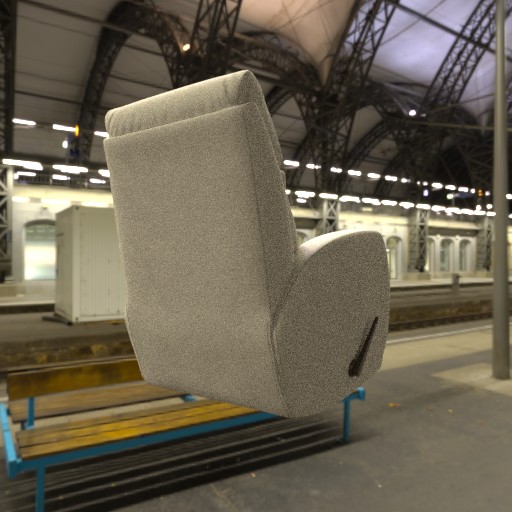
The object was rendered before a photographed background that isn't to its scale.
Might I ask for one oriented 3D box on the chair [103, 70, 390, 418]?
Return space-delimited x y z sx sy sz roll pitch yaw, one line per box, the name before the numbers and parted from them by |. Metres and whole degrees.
chair | 0.000 0.000 1.677 0.812 1.015 0.941 0 -1 35
